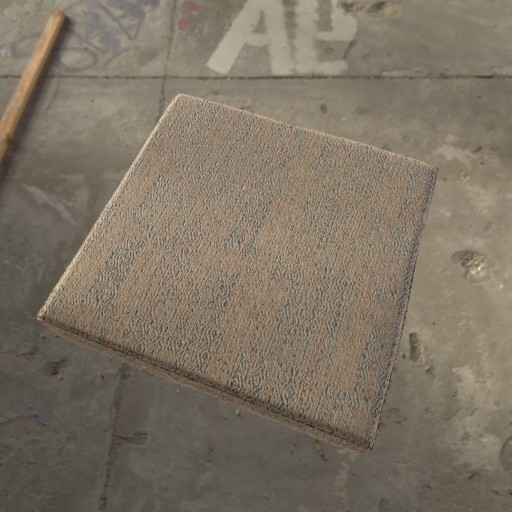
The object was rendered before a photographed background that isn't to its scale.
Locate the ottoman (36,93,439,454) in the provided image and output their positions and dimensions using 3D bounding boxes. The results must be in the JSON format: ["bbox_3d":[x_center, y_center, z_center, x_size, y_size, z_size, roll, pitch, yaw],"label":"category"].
[{"bbox_3d":[0.000,0.000,1.518,1.004,0.356,0.968,18,64,9],"label":"ottoman"}]
